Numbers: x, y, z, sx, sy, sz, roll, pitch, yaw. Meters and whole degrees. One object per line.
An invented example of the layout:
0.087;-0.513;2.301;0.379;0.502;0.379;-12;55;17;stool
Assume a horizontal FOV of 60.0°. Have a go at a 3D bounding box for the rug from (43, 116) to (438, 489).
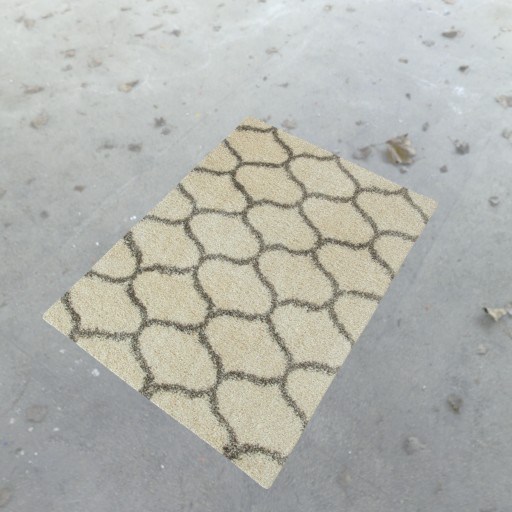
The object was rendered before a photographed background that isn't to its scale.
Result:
0.000;0.000;2.125;1.200;0.025;1.600;30;62;18;rug
